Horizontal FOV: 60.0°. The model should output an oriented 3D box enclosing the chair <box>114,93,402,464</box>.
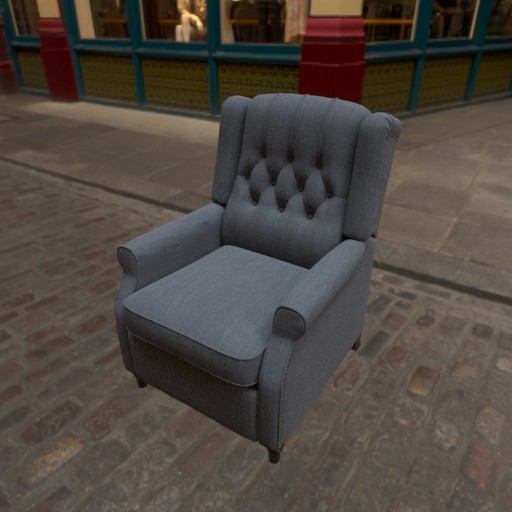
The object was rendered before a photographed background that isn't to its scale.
[{"bbox_3d":[0.000,0.000,1.623,0.742,1.035,0.898,18,34,28],"label":"chair"}]
